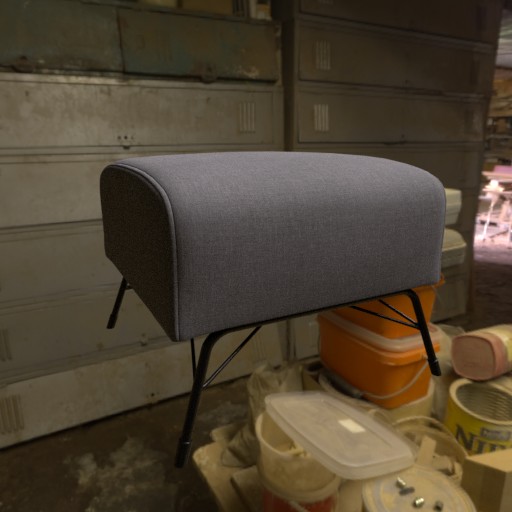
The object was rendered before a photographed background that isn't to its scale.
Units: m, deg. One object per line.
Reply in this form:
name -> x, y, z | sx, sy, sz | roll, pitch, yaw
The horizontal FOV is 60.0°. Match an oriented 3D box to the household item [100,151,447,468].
household item -> 0.000, 0.000, 0.897 | 0.530, 0.410, 0.530 | -8, 17, -27
